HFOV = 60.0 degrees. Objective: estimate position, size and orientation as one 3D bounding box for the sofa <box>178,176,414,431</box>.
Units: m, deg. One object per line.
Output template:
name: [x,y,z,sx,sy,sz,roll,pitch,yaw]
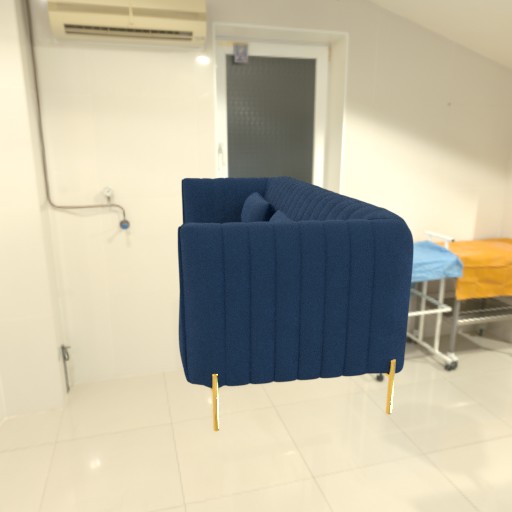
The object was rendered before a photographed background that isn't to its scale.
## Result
sofa: [0.000,0.000,2.617,0.896,0.793,2.136,-2,15,-9]
